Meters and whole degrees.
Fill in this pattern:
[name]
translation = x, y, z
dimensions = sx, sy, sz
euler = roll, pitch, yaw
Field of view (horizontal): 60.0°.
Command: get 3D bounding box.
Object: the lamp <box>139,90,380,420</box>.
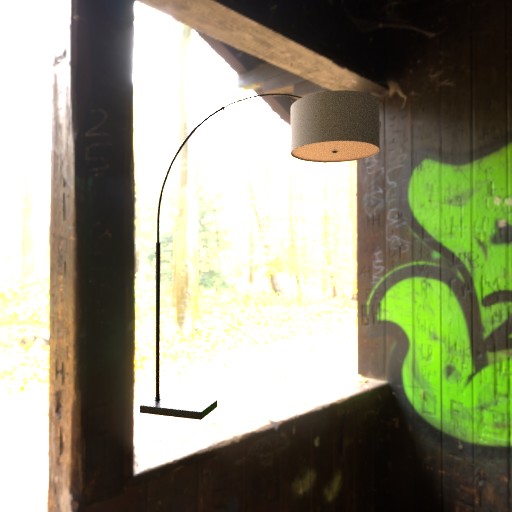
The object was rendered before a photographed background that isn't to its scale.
[lamp]
translation = 0.000, 0.000, 2.640
dimensions = 1.424, 1.927, 0.493
euler = 0, -1, 18
